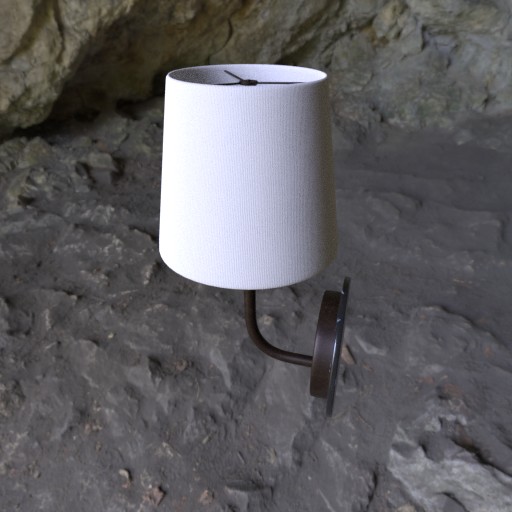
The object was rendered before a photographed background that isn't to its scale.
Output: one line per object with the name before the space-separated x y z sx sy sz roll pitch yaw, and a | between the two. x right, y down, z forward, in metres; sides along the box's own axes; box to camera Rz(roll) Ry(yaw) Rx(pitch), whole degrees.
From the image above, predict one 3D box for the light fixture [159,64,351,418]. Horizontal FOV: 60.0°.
light fixture | 0.000 0.000 0.440 0.188 0.337 0.168 8 31 13
